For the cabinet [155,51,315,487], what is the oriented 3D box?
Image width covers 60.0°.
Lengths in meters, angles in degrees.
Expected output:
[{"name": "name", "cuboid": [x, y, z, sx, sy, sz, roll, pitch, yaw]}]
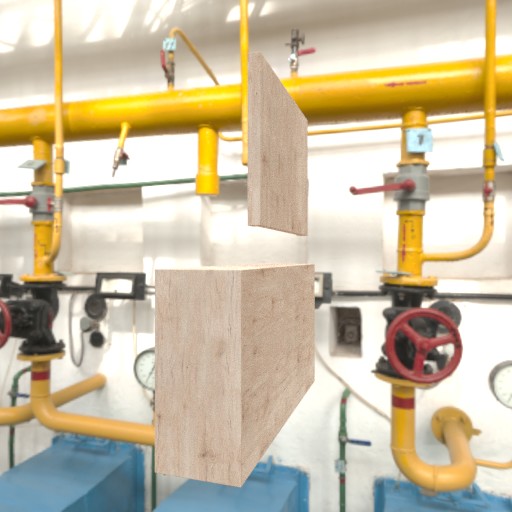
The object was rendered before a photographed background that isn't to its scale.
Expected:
[{"name": "cabinet", "cuboid": [0.000, 0.000, 2.757, 0.420, 1.981, 1.700, 0, 0, 18]}]
